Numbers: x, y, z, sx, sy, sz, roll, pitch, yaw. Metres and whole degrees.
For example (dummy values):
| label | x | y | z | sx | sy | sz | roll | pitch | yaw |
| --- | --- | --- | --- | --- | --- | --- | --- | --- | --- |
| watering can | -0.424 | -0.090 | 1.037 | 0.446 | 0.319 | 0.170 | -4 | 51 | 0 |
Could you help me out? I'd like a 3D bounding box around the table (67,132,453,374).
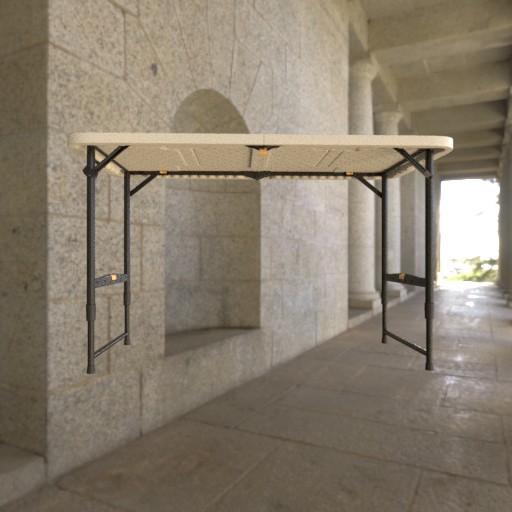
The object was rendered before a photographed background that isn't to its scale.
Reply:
| label | x | y | z | sx | sy | sz | roll | pitch | yaw |
| --- | --- | --- | --- | --- | --- | --- | --- | --- | --- |
| table | 0.000 | 0.000 | 1.635 | 1.245 | 0.737 | 0.611 | 0 | 0 | -2 |
